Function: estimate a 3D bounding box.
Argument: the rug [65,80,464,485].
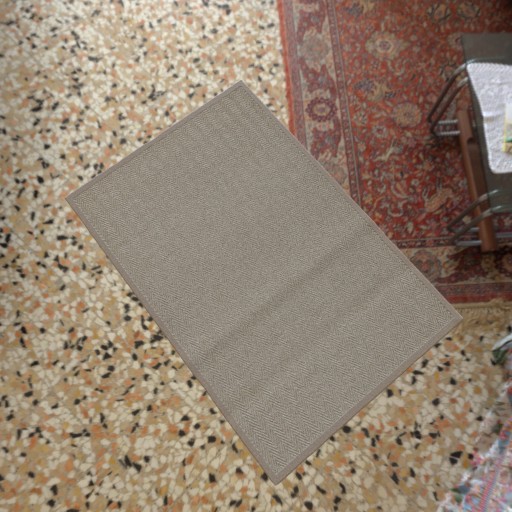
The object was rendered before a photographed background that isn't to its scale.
[{"bbox_3d":[0.000,0.000,2.920,1.540,0.021,2.290,-37,77,-10],"label":"rug"}]
